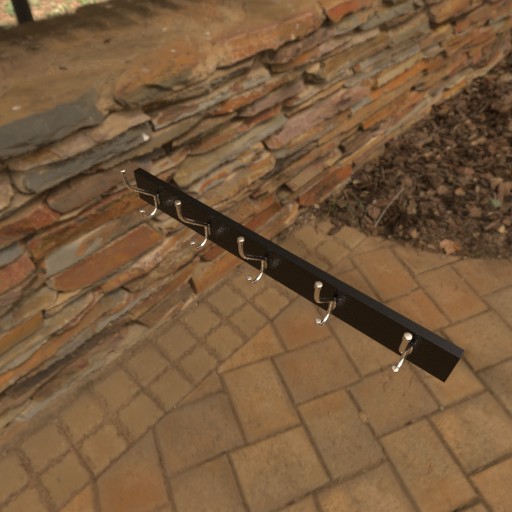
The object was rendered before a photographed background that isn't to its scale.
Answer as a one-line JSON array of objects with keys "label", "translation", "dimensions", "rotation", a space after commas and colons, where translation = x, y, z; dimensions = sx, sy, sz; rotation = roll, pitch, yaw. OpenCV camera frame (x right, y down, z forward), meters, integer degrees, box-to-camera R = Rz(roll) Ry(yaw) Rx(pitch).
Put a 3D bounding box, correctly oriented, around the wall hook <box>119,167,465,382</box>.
[{"label": "wall hook", "translation": [0.000, 0.000, 0.623], "dimensions": [0.571, 0.117, 0.071], "rotation": [31, 54, 25]}]
